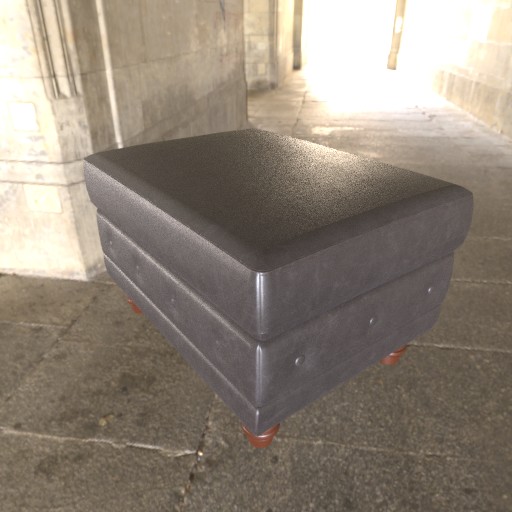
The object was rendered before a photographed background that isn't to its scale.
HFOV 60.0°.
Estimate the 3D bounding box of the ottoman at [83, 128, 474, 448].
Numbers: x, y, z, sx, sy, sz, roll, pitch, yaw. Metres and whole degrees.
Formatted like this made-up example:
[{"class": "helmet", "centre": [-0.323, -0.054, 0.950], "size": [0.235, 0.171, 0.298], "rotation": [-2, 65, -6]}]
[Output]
[{"class": "ottoman", "centre": [0.000, 0.000, 1.151], "size": [0.590, 0.498, 0.795], "rotation": [-19, 33, -32]}]
